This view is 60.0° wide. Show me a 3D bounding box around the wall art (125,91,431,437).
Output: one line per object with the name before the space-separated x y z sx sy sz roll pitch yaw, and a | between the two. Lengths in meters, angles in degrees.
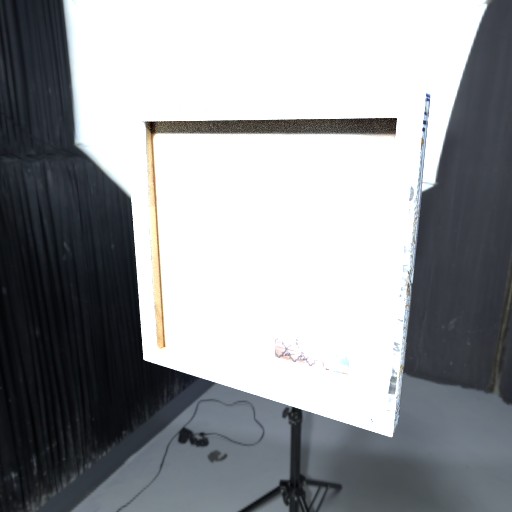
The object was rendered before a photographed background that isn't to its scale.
wall art | 0.000 0.000 0.612 0.411 0.410 0.038 8 18 28
